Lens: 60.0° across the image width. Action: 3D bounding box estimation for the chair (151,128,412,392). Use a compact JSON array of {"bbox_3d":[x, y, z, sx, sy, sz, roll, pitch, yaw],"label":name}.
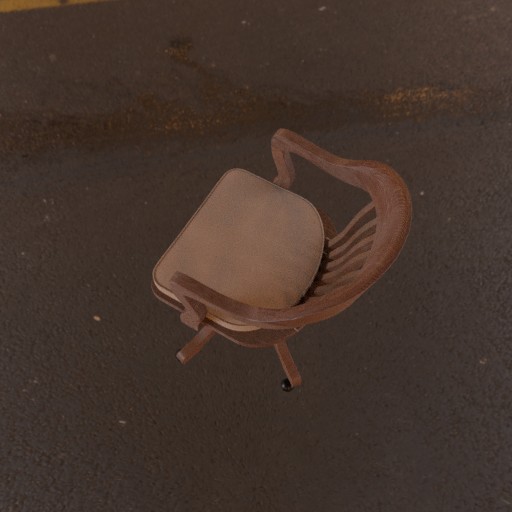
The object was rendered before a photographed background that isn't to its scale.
[{"bbox_3d":[0.000,0.000,1.496,0.788,0.878,0.750,27,65,13],"label":"chair"}]
